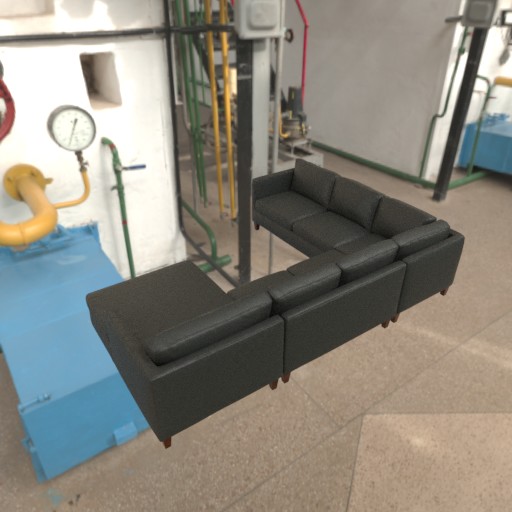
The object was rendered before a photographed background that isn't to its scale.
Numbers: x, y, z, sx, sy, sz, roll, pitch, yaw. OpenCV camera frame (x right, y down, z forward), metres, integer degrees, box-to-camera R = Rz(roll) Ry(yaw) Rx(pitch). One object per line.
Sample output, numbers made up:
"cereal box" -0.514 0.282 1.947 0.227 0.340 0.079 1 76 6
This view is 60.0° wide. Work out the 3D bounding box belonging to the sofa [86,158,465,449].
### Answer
"sofa" 0.000 0.000 4.690 3.460 0.923 2.593 -20 36 -29
